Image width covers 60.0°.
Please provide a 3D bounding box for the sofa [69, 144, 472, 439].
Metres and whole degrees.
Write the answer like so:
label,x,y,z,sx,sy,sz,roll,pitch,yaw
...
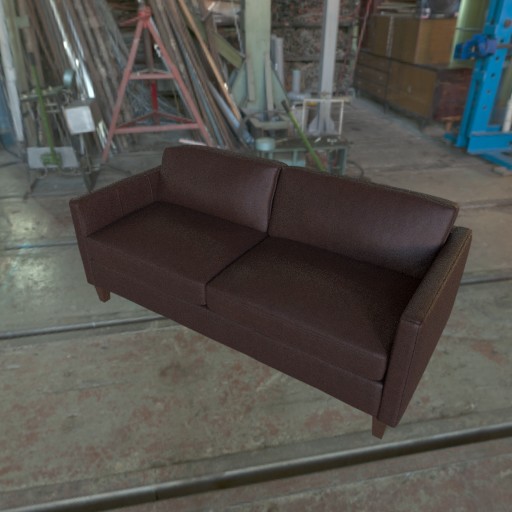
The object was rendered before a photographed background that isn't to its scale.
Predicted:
label,x,y,z,sx,sy,sz,roll,pitch,yaw
sofa,0.000,0.000,2.419,1.971,0.863,0.923,19,35,29
